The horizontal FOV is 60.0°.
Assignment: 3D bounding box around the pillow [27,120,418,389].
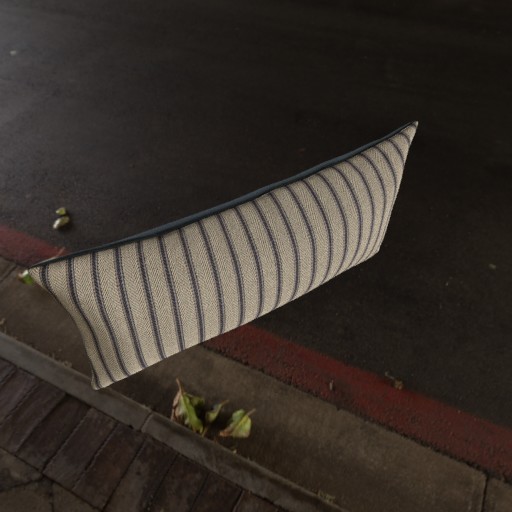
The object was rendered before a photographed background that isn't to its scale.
[{"bbox_3d":[0.000,0.000,0.713,0.609,0.305,0.151,-23,50,-21],"label":"pillow"}]
